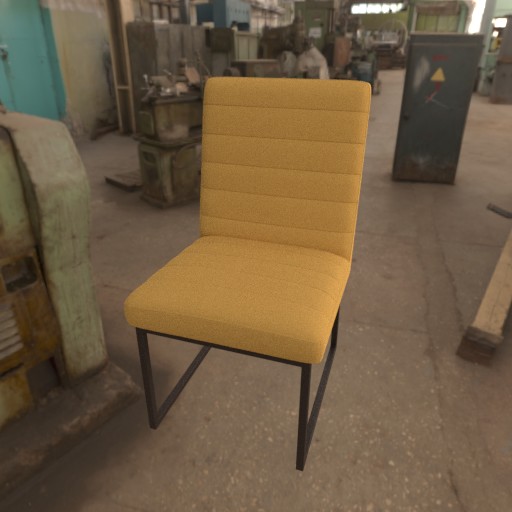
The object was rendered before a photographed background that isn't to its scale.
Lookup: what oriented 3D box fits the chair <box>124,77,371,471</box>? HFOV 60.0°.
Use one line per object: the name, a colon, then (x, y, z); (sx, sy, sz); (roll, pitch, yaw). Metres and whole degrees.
chair: (0.000, 0.000, 1.295); (0.520, 0.930, 0.634); (8, 27, 16)
